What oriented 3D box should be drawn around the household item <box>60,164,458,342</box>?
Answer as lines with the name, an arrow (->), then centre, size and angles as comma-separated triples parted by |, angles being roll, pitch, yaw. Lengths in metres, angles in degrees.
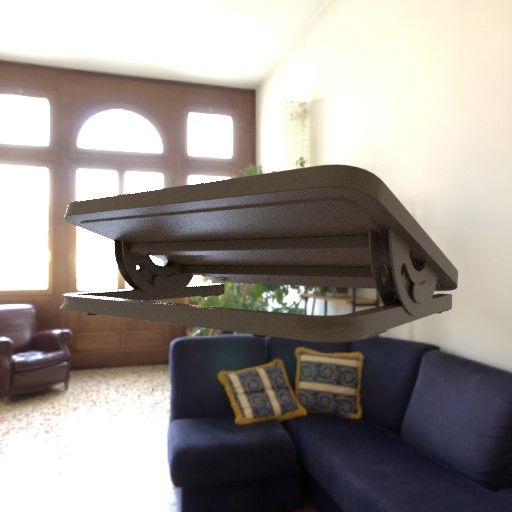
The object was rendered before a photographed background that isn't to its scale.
household item -> 0.000, 0.000, 0.522 | 0.390, 0.126, 0.301 | 0, -1, 37
